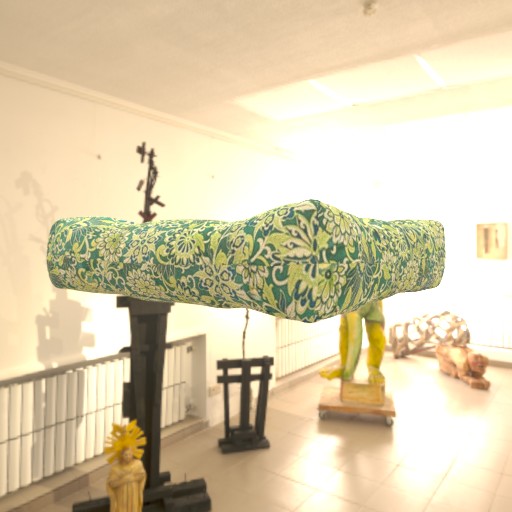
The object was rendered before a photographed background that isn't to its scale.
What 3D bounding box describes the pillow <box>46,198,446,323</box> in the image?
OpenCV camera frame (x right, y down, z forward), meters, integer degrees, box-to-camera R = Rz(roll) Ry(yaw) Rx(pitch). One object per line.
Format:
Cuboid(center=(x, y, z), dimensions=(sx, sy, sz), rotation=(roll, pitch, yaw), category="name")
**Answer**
Cuboid(center=(0.000, 0.000, 0.718), dimensions=(0.490, 0.128, 0.468), rotation=(1, 2, 36), category="pillow")
